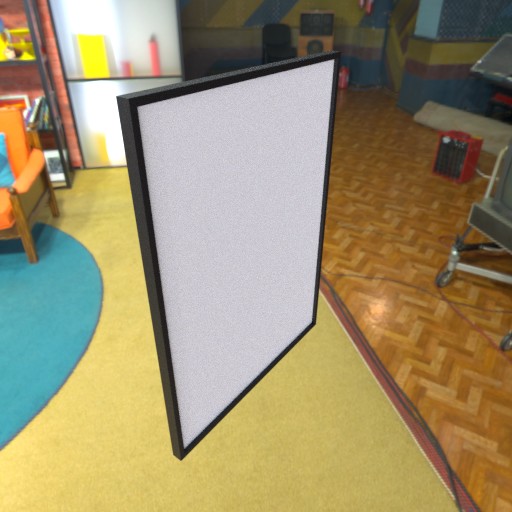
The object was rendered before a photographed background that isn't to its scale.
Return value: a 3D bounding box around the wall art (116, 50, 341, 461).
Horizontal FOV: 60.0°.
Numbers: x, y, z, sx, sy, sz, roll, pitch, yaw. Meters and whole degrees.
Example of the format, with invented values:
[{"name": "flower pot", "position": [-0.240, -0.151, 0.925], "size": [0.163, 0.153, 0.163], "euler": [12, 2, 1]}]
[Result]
[{"name": "wall art", "position": [0.000, 0.000, 1.356], "size": [0.036, 1.070, 0.802], "euler": [22, 38, 31]}]
